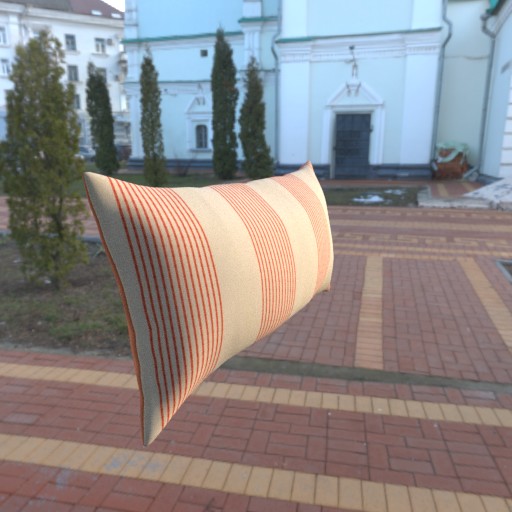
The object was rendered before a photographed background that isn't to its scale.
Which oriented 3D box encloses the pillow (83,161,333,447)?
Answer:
[{"bbox_3d":[0.000,0.000,0.716,0.156,0.292,0.608,7,15,27],"label":"pillow"}]
